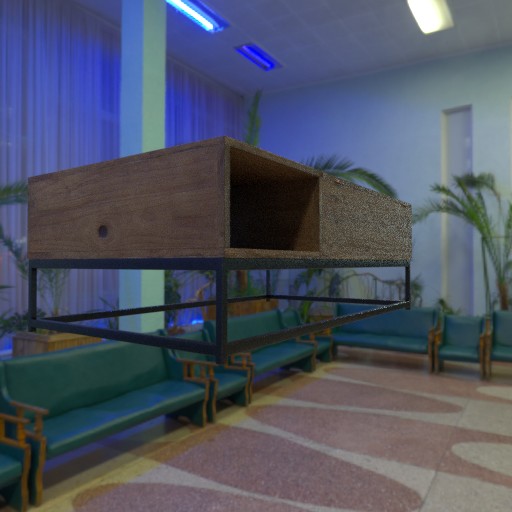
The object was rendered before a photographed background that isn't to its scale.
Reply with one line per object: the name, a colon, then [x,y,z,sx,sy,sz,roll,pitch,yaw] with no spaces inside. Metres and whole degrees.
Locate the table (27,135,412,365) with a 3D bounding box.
table: [0.000,0.000,1.392,0.655,0.395,1.101,-1,-1,35]
